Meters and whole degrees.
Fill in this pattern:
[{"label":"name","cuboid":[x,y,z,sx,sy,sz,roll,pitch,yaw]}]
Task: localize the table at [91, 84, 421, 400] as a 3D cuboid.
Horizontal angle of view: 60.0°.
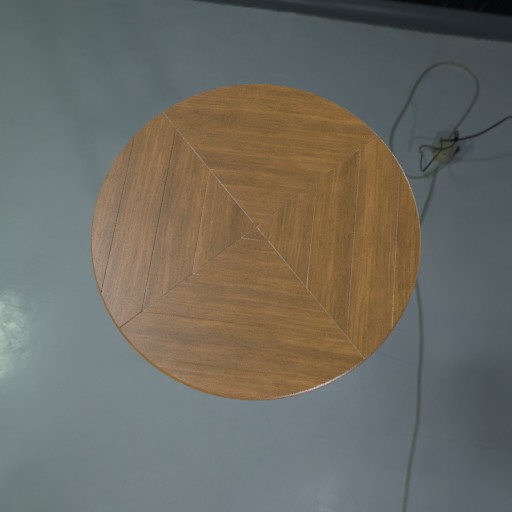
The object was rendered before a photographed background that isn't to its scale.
[{"label":"table","cuboid":[0.000,0.000,1.775,1.055,0.757,1.055,0,76,0]}]
